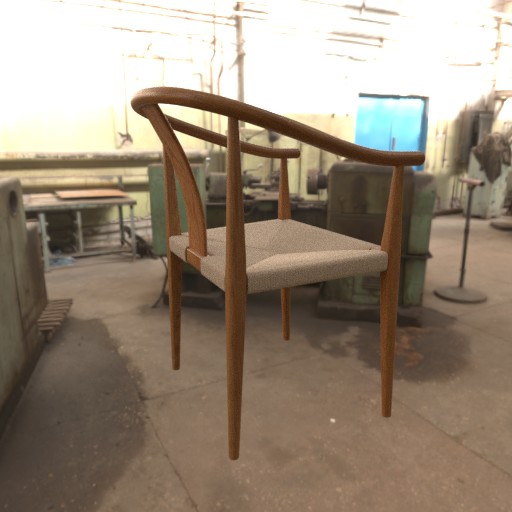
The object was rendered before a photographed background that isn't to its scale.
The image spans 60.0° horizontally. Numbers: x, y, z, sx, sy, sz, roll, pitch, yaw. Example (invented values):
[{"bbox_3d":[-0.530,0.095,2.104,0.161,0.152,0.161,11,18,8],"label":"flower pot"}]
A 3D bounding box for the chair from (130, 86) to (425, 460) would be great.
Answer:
[{"bbox_3d":[0.000,0.000,1.169,0.579,0.800,0.556,-7,16,-26],"label":"chair"}]
